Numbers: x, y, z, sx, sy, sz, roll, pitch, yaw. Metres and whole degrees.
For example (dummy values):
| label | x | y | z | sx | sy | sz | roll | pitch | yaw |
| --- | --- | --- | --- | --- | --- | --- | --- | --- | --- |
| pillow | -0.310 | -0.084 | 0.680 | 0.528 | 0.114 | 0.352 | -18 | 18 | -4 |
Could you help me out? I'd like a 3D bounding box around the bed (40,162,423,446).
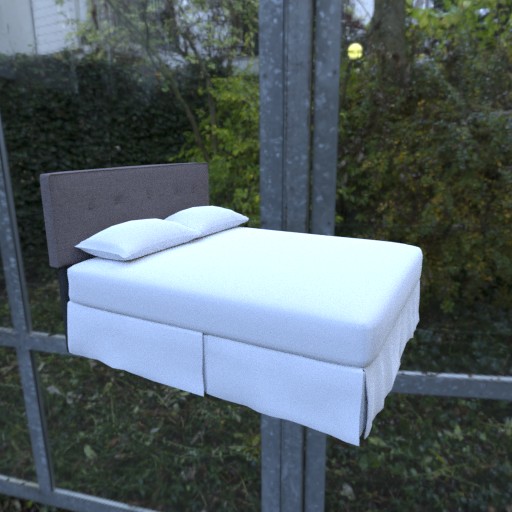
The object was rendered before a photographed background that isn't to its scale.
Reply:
| label | x | y | z | sx | sy | sz | roll | pitch | yaw |
| --- | --- | --- | --- | --- | --- | --- | --- | --- | --- |
| bed | 0.000 | 0.000 | 2.831 | 1.894 | 1.089 | 1.610 | 7 | 16 | 27 |
